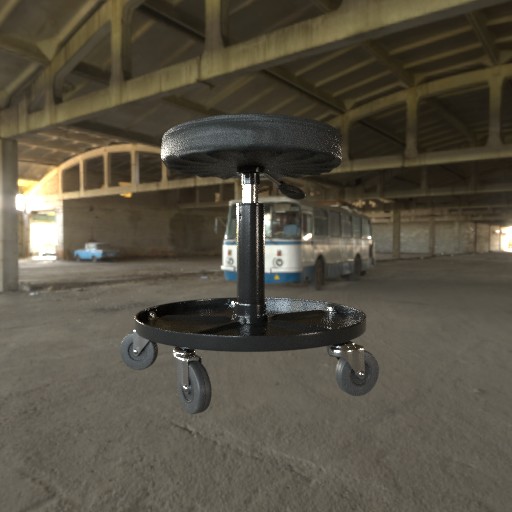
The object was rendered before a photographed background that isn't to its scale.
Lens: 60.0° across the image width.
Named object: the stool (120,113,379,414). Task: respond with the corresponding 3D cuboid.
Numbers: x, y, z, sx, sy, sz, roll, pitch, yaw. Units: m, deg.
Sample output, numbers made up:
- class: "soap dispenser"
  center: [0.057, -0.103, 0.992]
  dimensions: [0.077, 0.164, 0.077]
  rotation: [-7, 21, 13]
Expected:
- class: "stool"
  center: [0.000, 0.000, 0.688]
  dimensions: [0.381, 0.365, 0.382]
  rotation: [2, 3, 37]
